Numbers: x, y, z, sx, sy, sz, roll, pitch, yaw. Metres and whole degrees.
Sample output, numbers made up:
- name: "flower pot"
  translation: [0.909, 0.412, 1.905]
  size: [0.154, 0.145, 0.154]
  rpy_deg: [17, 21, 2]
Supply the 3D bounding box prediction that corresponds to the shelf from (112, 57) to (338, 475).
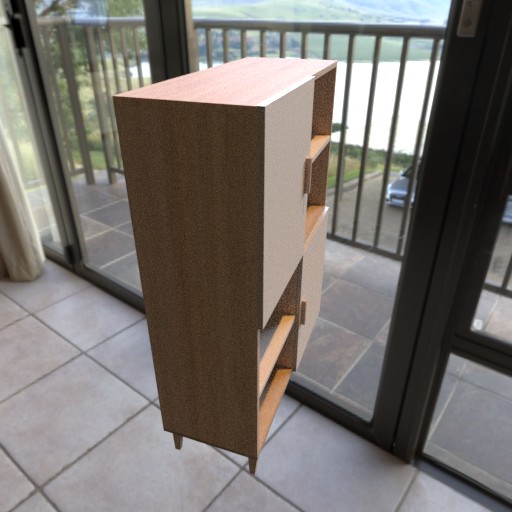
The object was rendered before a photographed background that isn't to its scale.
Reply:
- name: "shelf"
  translation: [0.000, 0.000, 1.832]
  size: [0.434, 1.405, 0.995]
  rpy_deg: [10, 31, 17]
